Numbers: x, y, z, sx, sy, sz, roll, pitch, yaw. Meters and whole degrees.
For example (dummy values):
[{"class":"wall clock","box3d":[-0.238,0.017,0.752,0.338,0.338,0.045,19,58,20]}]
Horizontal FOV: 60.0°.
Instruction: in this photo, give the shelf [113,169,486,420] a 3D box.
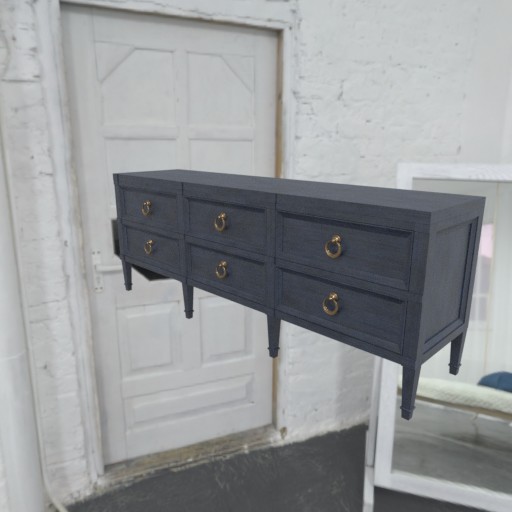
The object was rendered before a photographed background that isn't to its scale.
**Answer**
[{"class":"shelf","box3d":[0.000,0.000,2.176,1.878,0.715,0.471,15,21,43]}]
